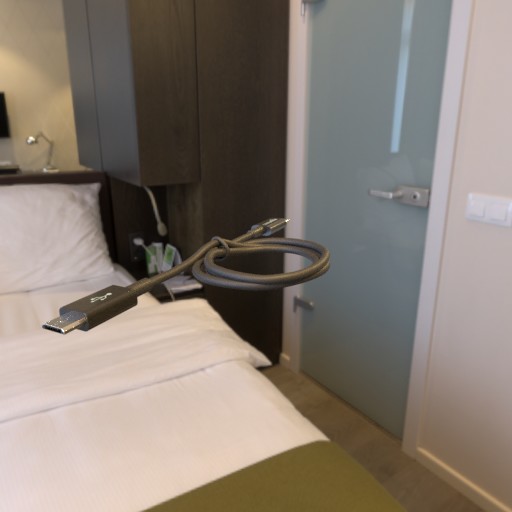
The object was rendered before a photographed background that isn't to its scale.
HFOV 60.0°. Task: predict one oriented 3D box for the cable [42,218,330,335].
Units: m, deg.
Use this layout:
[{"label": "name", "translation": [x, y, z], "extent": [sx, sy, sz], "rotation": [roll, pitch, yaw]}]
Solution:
[{"label": "cable", "translation": [0.000, 0.000, 0.217], "extent": [0.070, 0.014, 0.192], "rotation": [8, 19, 25]}]
